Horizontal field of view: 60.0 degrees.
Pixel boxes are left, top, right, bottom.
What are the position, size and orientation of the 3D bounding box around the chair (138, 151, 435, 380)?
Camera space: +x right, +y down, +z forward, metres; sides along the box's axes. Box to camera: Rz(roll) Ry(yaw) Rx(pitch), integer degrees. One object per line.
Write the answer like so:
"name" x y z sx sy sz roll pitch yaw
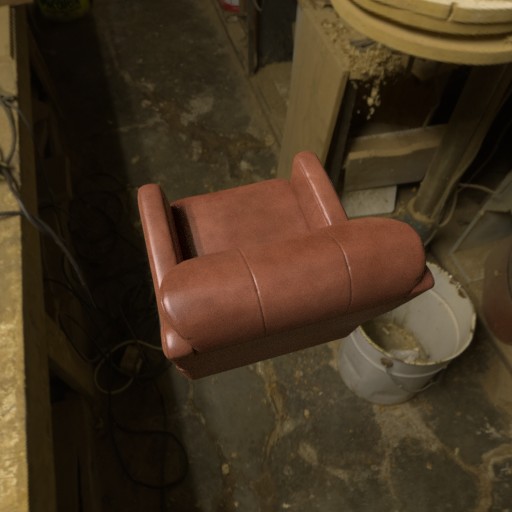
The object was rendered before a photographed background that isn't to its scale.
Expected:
"chair" 0.000 0.000 1.679 0.787 1.016 0.939 -14 58 -9
